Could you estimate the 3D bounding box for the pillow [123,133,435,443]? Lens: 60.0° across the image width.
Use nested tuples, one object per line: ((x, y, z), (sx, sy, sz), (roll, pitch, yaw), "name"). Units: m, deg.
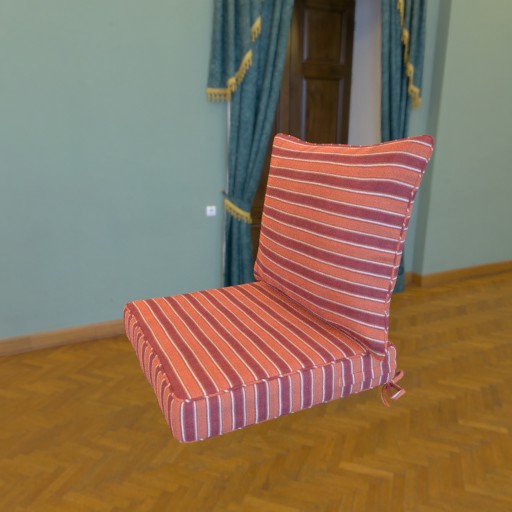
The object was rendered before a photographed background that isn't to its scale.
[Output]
((0.000, 0.000, 1.362), (0.733, 0.723, 0.799), (-7, 17, -25), "pillow")
